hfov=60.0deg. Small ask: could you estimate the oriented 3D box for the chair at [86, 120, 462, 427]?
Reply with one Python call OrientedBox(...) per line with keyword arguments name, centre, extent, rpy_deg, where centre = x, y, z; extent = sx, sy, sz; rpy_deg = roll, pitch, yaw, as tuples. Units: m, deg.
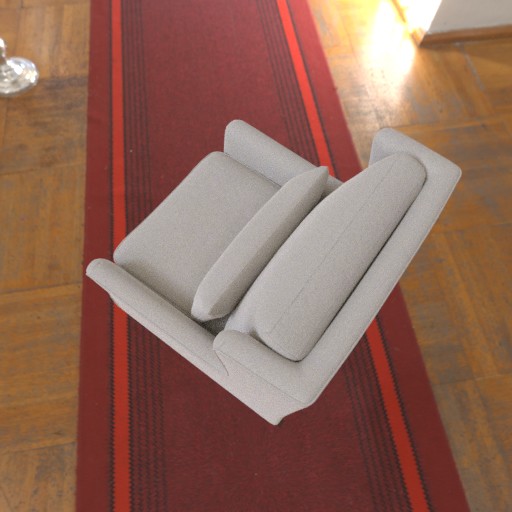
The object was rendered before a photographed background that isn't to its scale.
OrientedBox(name="chair", centre=(0.000, 0.000, 1.856), extent=(1.040, 1.056, 0.982), rpy_deg=(33, 68, 15))
